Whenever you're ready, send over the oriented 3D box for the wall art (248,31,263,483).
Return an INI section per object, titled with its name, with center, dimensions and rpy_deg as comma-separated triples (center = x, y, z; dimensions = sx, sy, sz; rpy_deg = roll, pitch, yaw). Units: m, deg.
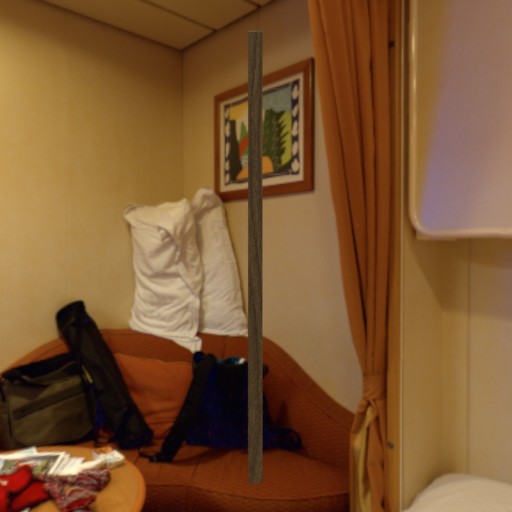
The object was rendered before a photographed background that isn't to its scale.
[wall art]
center = 0.000, 0.000, 0.751
dimensions = 0.016, 0.507, 0.508
rpy_deg = 0, 1, 0
